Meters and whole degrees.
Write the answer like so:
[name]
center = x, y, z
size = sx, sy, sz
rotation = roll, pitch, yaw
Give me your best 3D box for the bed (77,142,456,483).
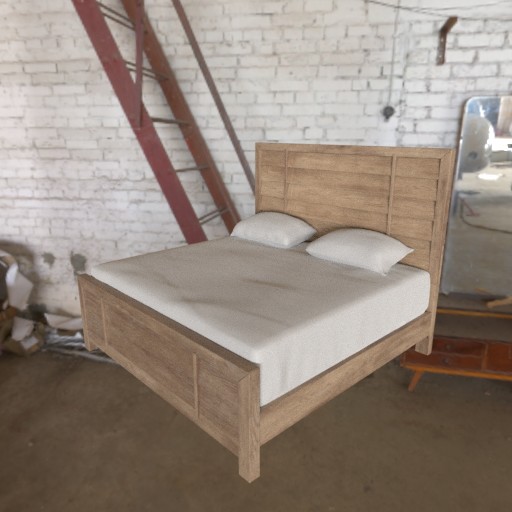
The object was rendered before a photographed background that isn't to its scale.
[bed]
center = 0.000, 0.000, 3.442
size = 2.032, 1.626, 2.032
rotation = -15, 22, -41
